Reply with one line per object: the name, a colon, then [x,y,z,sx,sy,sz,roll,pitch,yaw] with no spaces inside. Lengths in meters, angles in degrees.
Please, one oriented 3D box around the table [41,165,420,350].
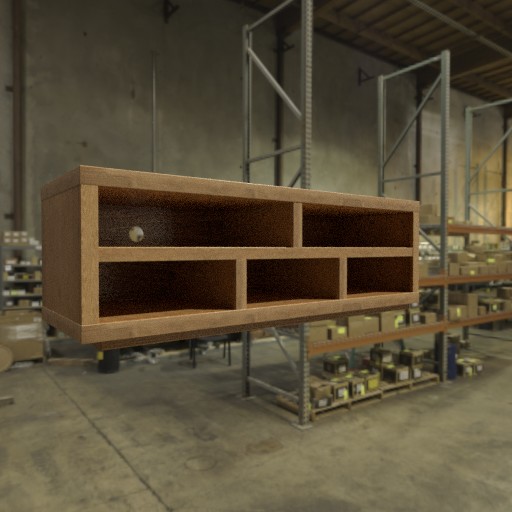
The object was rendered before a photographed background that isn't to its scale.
table: [0.000,0.000,1.793,1.499,0.491,0.499,-1,1,-37]
